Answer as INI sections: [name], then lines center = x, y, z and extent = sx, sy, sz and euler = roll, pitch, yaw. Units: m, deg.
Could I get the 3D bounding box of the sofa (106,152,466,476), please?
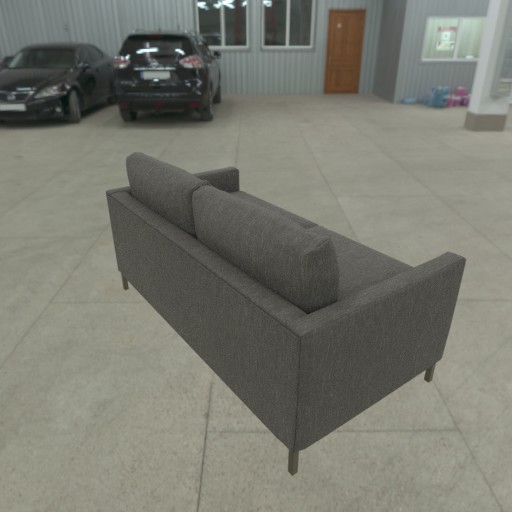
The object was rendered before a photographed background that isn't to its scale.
[sofa]
center = 0.000, 0.000, 2.177
extent = 0.875, 0.840, 1.682
euler = -18, 32, -32
